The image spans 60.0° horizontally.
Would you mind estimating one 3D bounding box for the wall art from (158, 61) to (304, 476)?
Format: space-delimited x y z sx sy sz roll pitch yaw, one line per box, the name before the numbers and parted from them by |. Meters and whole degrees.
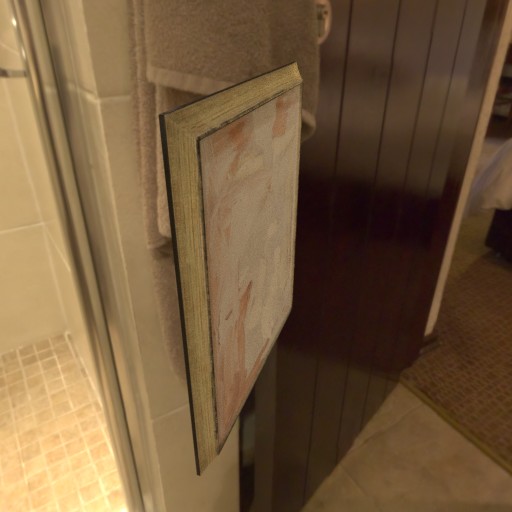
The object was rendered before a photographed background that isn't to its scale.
wall art | 0.000 0.000 0.614 0.023 0.457 0.381 10 31 18
